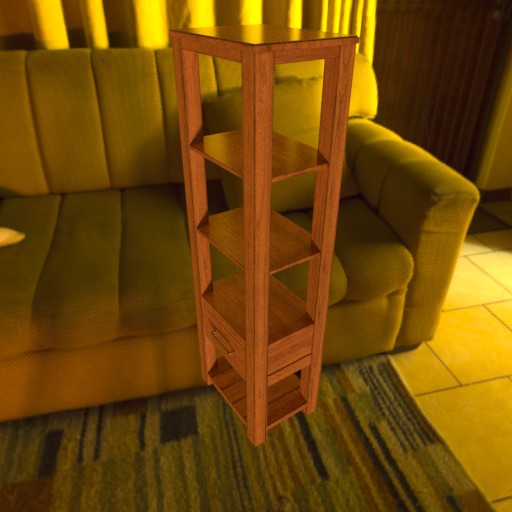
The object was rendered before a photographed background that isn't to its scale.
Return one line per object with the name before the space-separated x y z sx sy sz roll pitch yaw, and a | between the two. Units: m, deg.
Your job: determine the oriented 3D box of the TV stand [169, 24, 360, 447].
TV stand | 0.000 0.000 2.020 0.435 1.828 0.565 -20 37 -29
